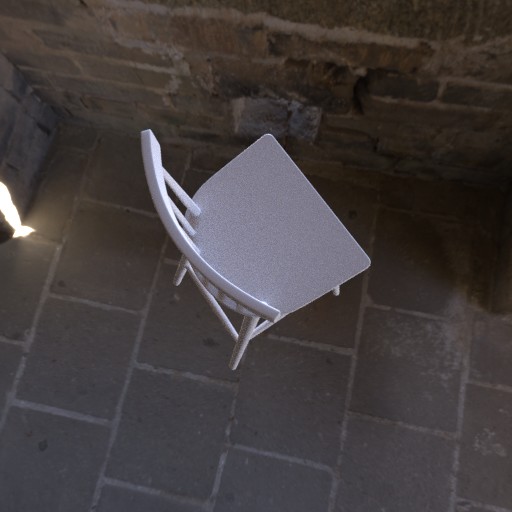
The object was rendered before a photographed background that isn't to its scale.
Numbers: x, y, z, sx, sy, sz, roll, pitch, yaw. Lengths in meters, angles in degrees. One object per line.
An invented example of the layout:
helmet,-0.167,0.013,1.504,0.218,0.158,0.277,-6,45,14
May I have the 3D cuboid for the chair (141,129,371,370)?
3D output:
chair,0.000,0.000,1.407,0.572,1.092,0.483,-34,78,-8
